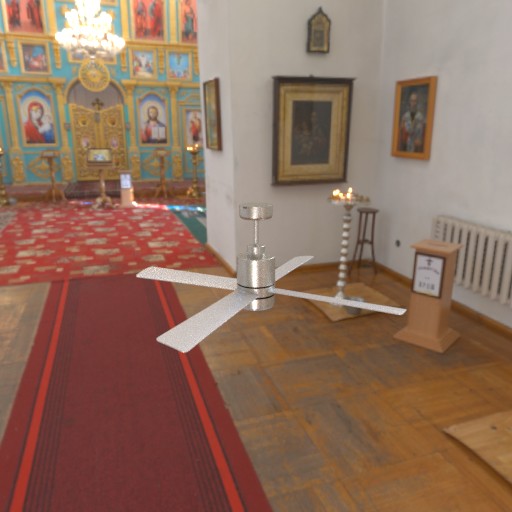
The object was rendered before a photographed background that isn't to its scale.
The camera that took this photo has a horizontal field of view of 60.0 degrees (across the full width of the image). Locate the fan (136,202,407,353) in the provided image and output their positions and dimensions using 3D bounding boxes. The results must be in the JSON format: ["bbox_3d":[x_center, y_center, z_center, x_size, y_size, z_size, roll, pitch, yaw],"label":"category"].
[{"bbox_3d":[0.000,0.000,2.317,1.525,0.539,1.525,7,16,26],"label":"fan"}]
